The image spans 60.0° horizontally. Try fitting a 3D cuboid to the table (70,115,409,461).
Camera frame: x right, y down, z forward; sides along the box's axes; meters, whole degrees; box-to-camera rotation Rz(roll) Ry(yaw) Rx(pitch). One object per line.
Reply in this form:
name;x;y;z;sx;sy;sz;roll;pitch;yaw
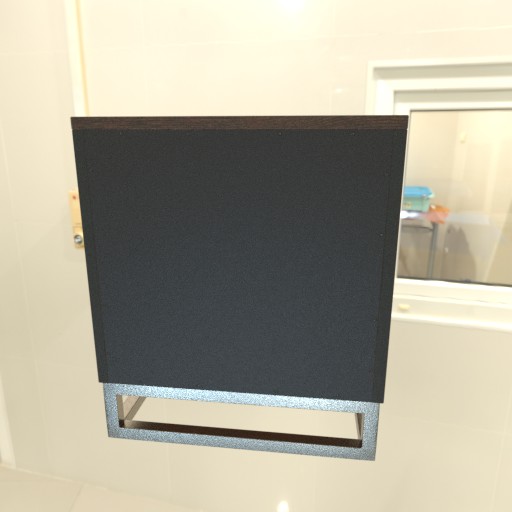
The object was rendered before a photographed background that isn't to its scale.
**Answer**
table;0.000;0.000;0.999;0.506;0.582;0.566;2;16;7
